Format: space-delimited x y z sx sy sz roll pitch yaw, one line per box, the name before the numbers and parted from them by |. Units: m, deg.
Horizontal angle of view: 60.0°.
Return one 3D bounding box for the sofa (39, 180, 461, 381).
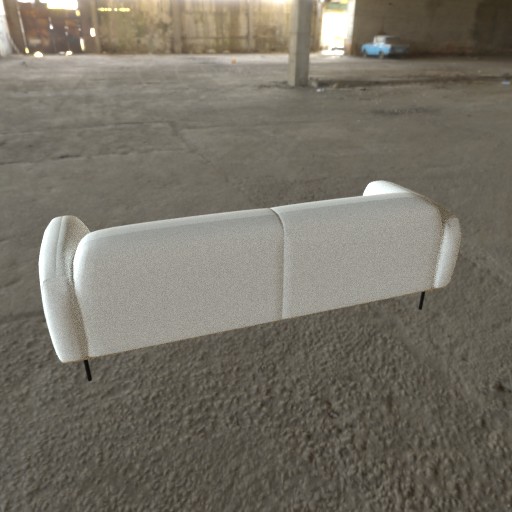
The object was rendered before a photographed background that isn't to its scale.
sofa | 0.000 0.000 2.602 2.280 0.780 0.870 -9 28 -17
